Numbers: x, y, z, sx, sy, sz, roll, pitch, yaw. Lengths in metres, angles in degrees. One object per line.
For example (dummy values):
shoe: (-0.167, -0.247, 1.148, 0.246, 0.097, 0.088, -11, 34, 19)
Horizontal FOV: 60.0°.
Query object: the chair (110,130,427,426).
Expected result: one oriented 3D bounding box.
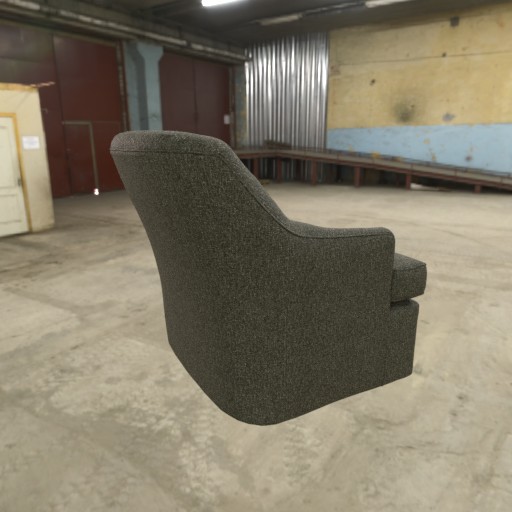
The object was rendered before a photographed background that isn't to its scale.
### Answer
chair: (0.000, 0.000, 1.593, 0.923, 0.856, 0.864, -8, 16, -27)
